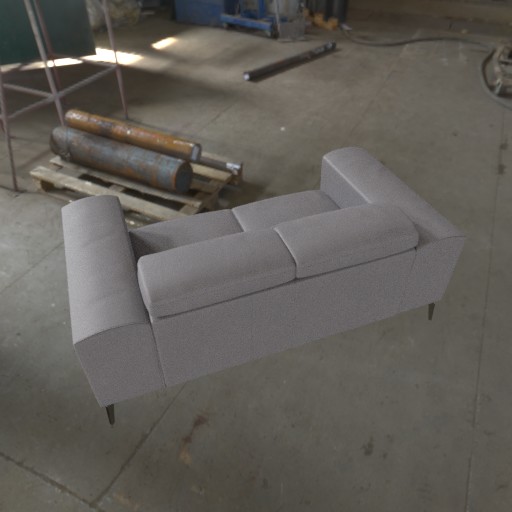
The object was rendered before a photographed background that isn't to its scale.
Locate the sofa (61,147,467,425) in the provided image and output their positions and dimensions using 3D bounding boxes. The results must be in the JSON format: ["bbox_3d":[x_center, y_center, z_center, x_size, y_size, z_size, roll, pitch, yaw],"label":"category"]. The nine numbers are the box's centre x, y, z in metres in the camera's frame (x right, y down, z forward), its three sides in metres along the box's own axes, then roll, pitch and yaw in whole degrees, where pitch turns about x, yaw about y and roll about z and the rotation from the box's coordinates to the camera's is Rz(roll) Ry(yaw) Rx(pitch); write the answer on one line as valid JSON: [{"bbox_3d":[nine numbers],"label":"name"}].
[{"bbox_3d":[0.000,0.000,2.434,1.895,0.779,1.003,-14,43,-15],"label":"sofa"}]
